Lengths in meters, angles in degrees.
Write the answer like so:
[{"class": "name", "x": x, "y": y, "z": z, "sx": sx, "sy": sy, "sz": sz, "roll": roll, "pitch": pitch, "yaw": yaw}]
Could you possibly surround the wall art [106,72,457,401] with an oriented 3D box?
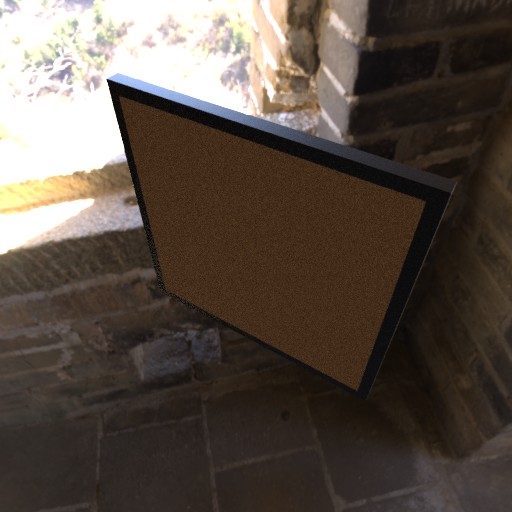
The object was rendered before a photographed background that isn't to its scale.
[{"class": "wall art", "x": 0.000, "y": 0.000, "z": 1.144, "sx": 0.765, "sy": 0.765, "sz": 0.038, "roll": 24, "pitch": 52, "yaw": 21}]
